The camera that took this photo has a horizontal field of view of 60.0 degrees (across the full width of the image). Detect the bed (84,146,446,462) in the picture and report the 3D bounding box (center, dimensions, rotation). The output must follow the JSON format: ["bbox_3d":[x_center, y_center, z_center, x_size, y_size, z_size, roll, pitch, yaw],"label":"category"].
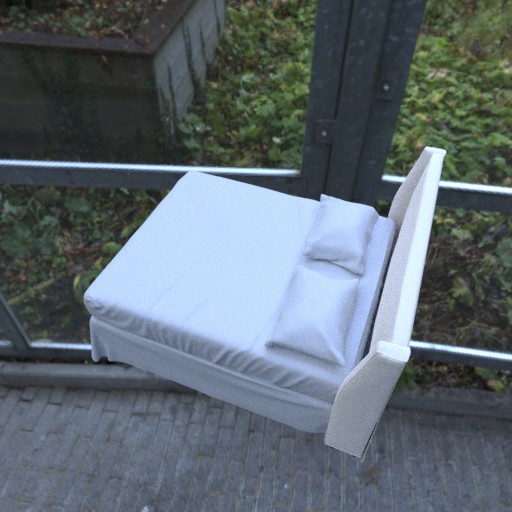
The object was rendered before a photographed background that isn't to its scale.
[{"bbox_3d":[0.000,0.000,3.389,2.276,1.332,1.925,16,48,15],"label":"bed"}]
